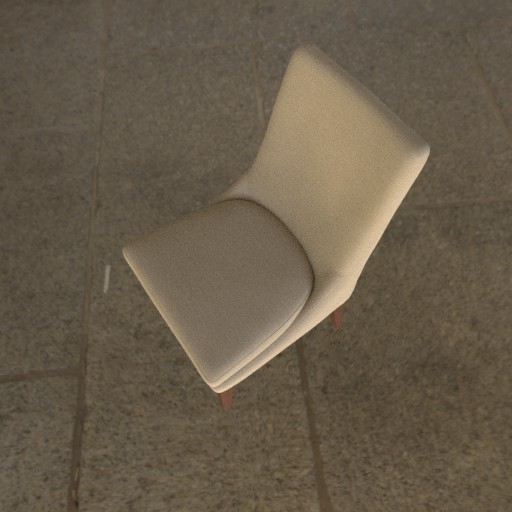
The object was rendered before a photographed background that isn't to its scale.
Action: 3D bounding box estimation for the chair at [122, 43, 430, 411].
[{"bbox_3d":[0.000,0.000,1.306,0.638,0.940,0.515,-32,67,-15],"label":"chair"}]
